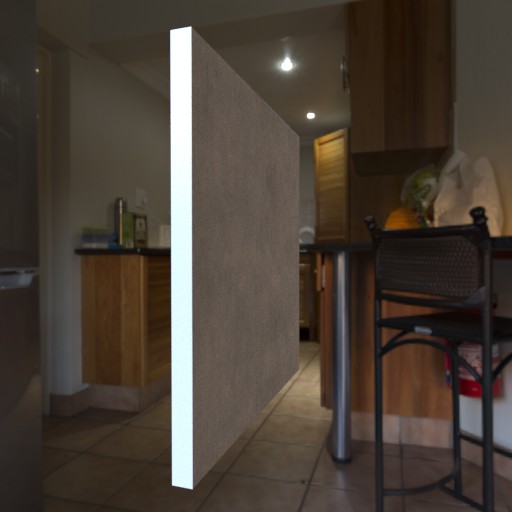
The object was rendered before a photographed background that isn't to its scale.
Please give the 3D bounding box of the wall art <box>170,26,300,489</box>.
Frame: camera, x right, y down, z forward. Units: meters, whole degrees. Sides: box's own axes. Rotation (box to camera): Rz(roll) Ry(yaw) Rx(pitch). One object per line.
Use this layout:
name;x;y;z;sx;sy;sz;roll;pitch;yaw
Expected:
wall art;0.000;0.000;0.652;0.023;0.453;0.455;0;1;19
